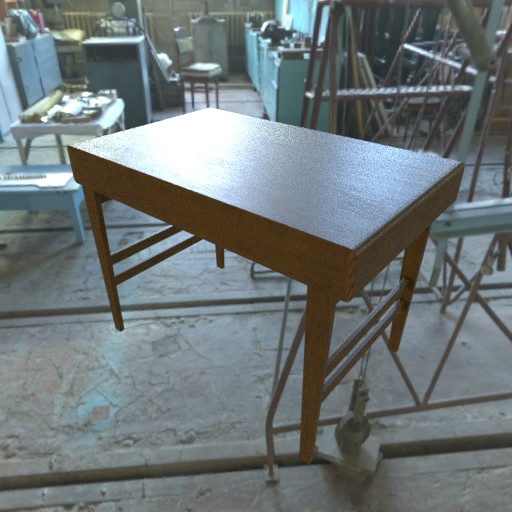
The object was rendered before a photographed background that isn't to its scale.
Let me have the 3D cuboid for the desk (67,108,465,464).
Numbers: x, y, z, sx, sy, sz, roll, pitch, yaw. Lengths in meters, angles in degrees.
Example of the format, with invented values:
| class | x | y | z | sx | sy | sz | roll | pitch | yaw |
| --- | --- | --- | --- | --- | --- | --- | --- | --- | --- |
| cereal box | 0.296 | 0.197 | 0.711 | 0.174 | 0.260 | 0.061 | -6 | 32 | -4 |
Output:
| class | x | y | z | sx | sy | sz | roll | pitch | yaw |
| --- | --- | --- | --- | --- | --- | --- | --- | --- | --- |
| desk | 0.000 | 0.000 | 1.578 | 1.066 | 0.754 | 0.660 | 23 | 39 | 33 |
